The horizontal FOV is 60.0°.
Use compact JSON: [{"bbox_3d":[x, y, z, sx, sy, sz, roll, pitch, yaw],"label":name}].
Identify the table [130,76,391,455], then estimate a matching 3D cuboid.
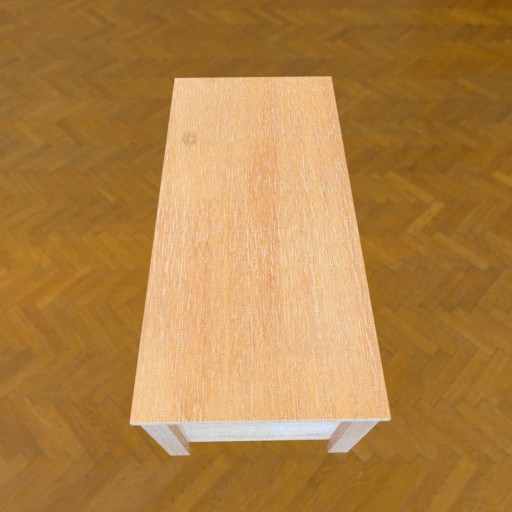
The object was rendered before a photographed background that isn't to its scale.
[{"bbox_3d":[0.000,0.000,1.283,0.483,0.457,1.016,-1,57,-1],"label":"table"}]
